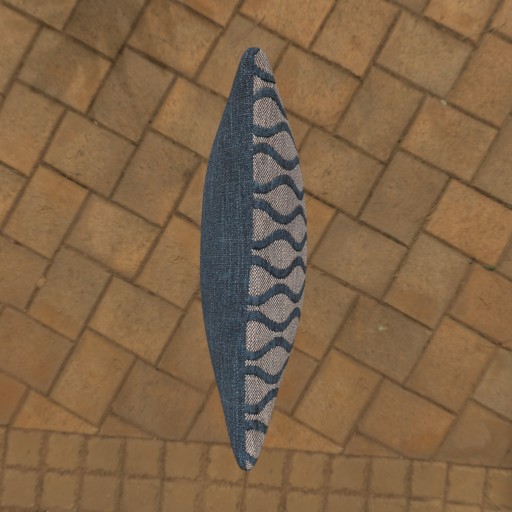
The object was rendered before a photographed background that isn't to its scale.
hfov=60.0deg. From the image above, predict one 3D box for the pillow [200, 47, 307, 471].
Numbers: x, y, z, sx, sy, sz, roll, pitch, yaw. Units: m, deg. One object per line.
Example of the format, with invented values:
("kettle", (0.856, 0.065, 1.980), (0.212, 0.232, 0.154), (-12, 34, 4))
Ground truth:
("pillow", (0.000, 0.000, 0.661), (0.159, 0.435, 0.435), (0, 91, 0))
